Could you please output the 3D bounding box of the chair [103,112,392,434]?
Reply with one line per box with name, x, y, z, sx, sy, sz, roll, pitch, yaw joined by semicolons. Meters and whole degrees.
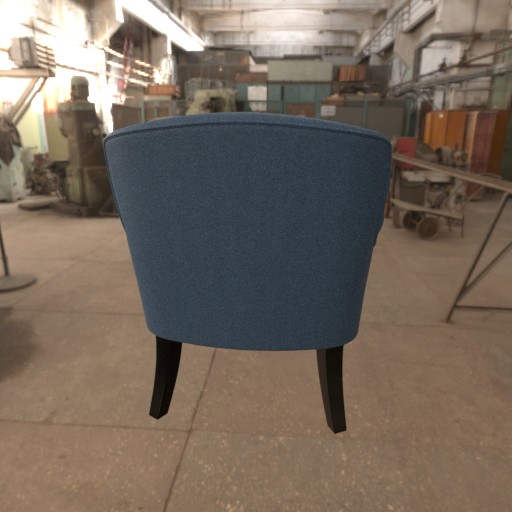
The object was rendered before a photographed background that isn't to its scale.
chair;0.000;0.000;1.445;0.770;0.878;0.754;2;17;7
